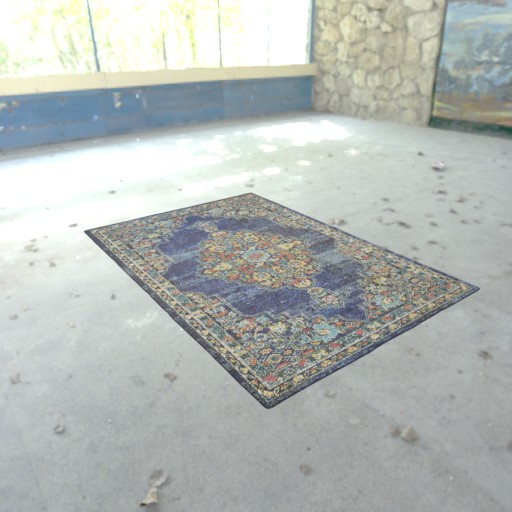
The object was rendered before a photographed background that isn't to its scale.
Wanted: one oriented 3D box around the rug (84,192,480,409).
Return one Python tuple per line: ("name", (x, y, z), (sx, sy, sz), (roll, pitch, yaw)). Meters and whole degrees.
("rug", (0.000, 0.000, 3.846), (2.053, 0.011, 2.940), (-18, 31, -33))
